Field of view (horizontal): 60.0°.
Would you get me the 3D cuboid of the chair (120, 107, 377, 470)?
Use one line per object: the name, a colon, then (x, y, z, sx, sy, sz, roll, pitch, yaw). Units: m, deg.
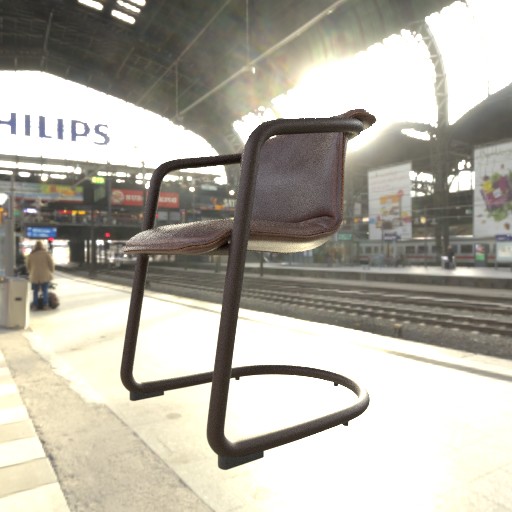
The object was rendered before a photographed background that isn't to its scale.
chair: (0.000, 0.000, 1.233, 0.664, 0.836, 0.536, 0, 0, -36)
